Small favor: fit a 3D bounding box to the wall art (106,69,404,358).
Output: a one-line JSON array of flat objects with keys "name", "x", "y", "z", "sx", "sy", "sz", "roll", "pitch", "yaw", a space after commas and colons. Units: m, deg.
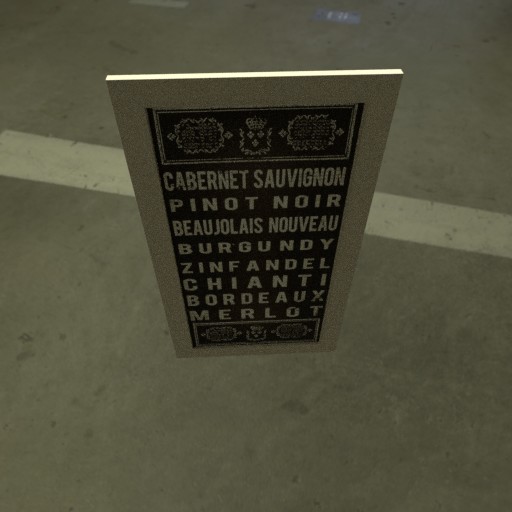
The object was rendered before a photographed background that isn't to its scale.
[{"name": "wall art", "x": 0.000, "y": 0.000, "z": 0.818, "sx": 0.380, "sy": 0.683, "sz": 0.013, "roll": -2, "pitch": 47, "yaw": -2}]
